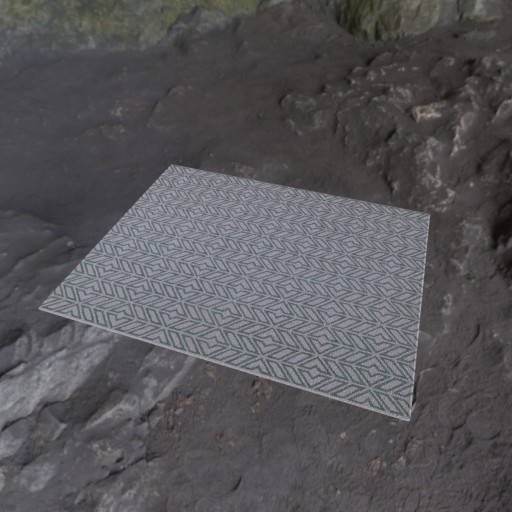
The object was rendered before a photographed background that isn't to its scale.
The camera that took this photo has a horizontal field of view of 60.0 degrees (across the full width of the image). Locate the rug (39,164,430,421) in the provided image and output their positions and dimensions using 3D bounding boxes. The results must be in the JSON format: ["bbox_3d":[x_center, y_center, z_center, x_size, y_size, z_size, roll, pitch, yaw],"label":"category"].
[{"bbox_3d":[0.000,0.000,4.213,3.050,0.017,2.441,13,44,14],"label":"rug"}]
